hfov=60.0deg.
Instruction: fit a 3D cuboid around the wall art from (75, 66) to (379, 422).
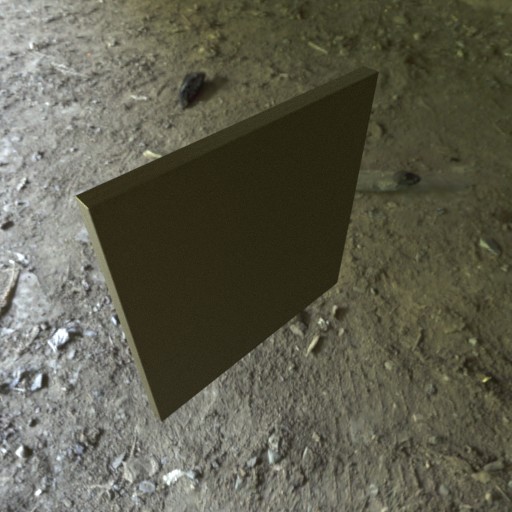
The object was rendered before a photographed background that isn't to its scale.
[{"bbox_3d":[0.000,0.000,0.767,0.503,0.506,0.031,-33,54,-29],"label":"wall art"}]
